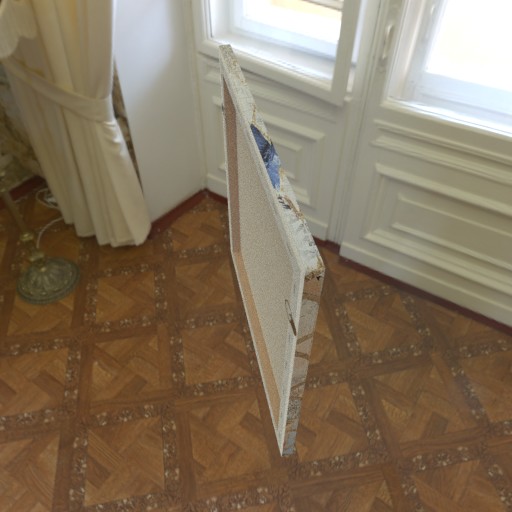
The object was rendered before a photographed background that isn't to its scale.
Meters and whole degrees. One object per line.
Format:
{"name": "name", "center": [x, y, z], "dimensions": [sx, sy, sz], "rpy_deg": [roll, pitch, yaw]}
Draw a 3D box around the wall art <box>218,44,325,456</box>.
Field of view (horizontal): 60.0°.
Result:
{"name": "wall art", "center": [0.000, 0.000, 1.368], "dimensions": [0.039, 0.914, 0.912], "rpy_deg": [-9, 48, -8]}
